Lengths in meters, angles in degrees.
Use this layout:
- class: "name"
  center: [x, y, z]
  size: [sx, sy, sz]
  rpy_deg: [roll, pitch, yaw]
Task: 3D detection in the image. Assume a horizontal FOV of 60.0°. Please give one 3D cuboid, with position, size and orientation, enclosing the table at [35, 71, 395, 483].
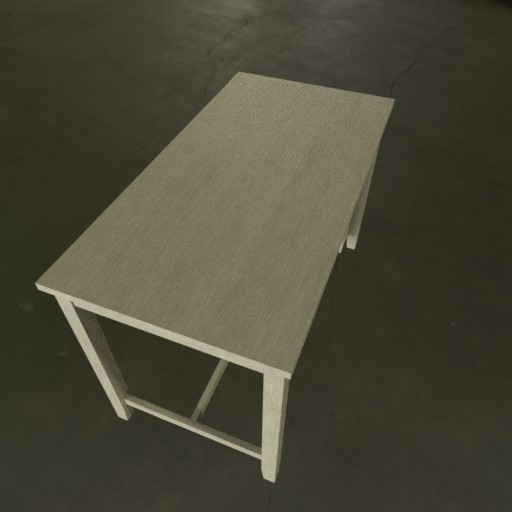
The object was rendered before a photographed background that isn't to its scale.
- class: "table"
  center: [0.000, 0.000, 1.868]
  size: [0.729, 0.874, 1.397]
  rpy_deg: [16, 49, 15]
